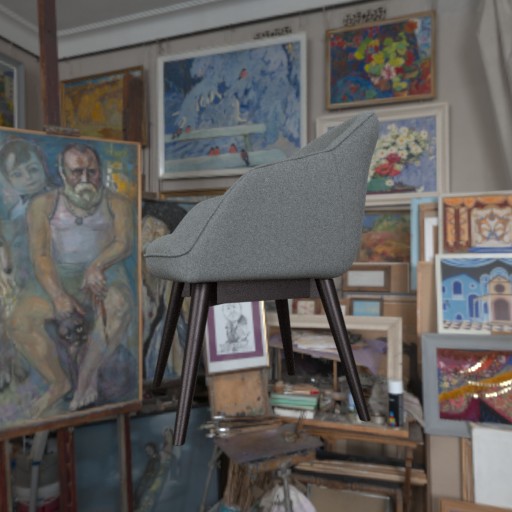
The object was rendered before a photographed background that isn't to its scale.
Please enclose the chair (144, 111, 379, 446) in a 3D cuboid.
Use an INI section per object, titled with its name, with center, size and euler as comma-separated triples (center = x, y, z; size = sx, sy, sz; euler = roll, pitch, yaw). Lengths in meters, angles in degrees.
[chair]
center = 0.000, 0.000, 1.251
size = 0.611, 0.810, 0.589
euler = 0, -1, -18
